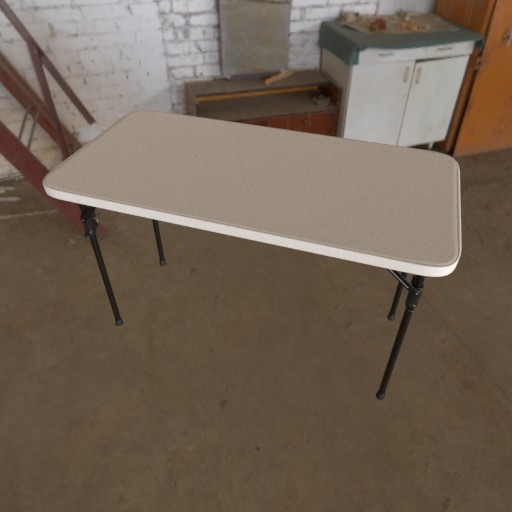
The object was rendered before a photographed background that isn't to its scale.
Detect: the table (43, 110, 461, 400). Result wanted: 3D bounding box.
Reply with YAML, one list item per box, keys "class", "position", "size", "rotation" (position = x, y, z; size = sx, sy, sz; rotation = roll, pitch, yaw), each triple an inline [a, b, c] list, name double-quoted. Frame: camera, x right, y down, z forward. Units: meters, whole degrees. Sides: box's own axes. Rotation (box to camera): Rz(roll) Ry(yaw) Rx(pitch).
- class: "table"
  position: [0.000, 0.000, 1.637]
  size: [1.219, 0.729, 0.610]
  rotation: [12, 43, 14]
